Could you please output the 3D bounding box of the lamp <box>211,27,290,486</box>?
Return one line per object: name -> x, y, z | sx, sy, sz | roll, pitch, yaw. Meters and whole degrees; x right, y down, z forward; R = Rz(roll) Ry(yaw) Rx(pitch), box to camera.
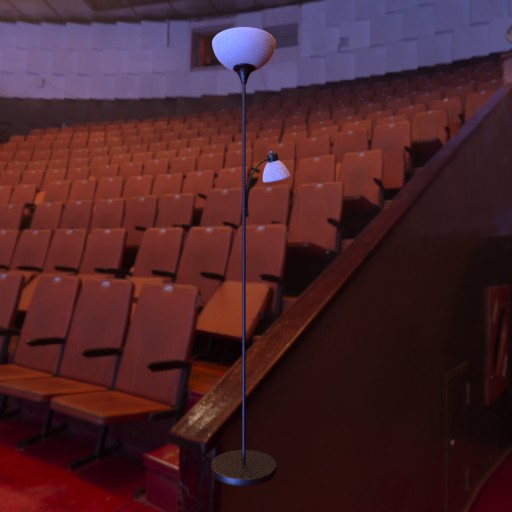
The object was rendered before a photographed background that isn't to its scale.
lamp -> 0.000, 0.000, 1.943 | 0.279, 1.804, 0.442 | -1, -1, 37
